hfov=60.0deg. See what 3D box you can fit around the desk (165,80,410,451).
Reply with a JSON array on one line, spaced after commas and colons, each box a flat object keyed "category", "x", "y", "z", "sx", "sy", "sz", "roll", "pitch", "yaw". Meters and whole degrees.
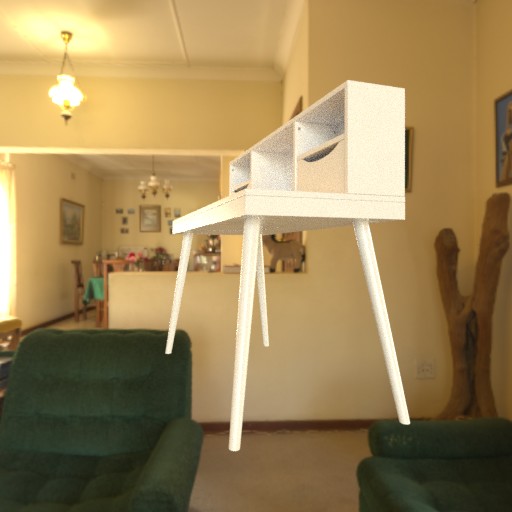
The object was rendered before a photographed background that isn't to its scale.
[{"category": "desk", "x": 0.000, "y": 0.000, "z": 1.782, "sx": 0.559, "sy": 0.990, "sz": 1.199, "roll": 0, "pitch": 0, "yaw": -19}]
